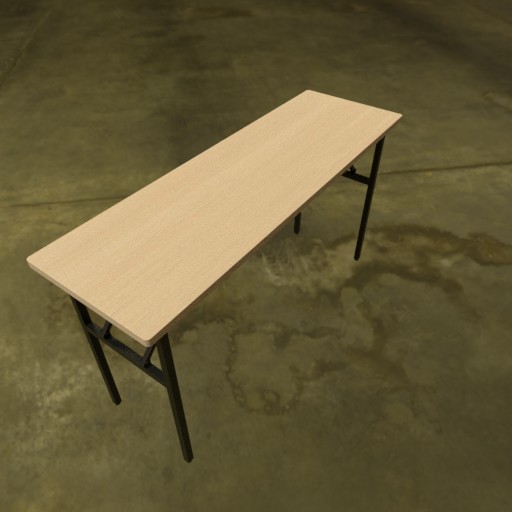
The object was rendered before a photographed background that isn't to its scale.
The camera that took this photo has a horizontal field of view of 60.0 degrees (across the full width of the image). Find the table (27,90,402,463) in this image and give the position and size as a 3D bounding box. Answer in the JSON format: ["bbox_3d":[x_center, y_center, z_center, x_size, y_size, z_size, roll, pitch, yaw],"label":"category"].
[{"bbox_3d":[0.000,0.000,1.706,0.447,0.750,1.397,26,48,26],"label":"table"}]
